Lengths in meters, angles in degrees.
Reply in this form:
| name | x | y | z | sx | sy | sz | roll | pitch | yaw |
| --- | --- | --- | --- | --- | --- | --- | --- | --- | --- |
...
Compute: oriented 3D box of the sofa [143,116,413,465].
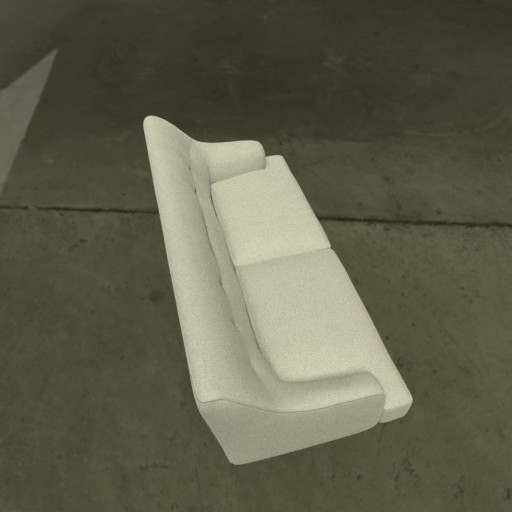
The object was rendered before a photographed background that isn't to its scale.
| name | x | y | z | sx | sy | sz | roll | pitch | yaw |
| --- | --- | --- | --- | --- | --- | --- | --- | --- | --- |
| sofa | 0.000 | 0.000 | 2.565 | 0.978 | 0.871 | 2.057 | -11 | 48 | -10 |
